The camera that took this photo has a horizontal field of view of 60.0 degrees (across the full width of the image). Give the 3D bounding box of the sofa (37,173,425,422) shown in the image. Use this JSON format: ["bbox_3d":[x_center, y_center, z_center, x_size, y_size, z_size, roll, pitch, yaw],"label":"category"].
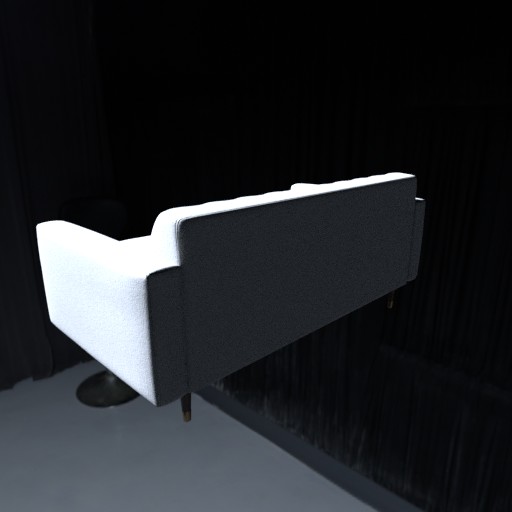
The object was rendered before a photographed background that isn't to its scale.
[{"bbox_3d":[0.000,0.000,2.359,1.895,0.814,0.969,-16,23,-42],"label":"sofa"}]
